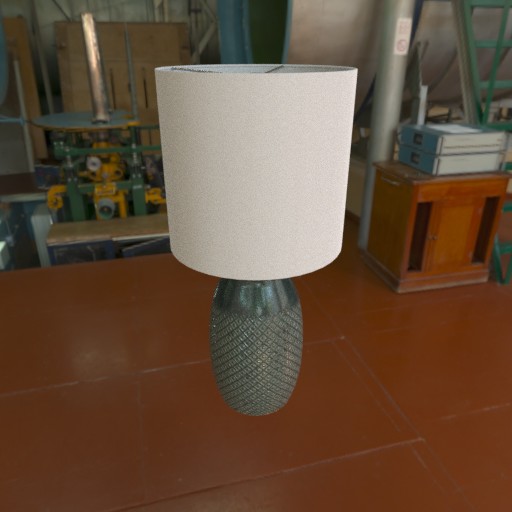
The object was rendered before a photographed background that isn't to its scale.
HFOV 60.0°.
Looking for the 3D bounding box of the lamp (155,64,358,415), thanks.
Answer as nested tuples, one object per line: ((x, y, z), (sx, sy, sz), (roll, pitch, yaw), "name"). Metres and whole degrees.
((0.000, 0.000, 0.579), (0.217, 0.453, 0.217), (8, 27, 17), "lamp")
